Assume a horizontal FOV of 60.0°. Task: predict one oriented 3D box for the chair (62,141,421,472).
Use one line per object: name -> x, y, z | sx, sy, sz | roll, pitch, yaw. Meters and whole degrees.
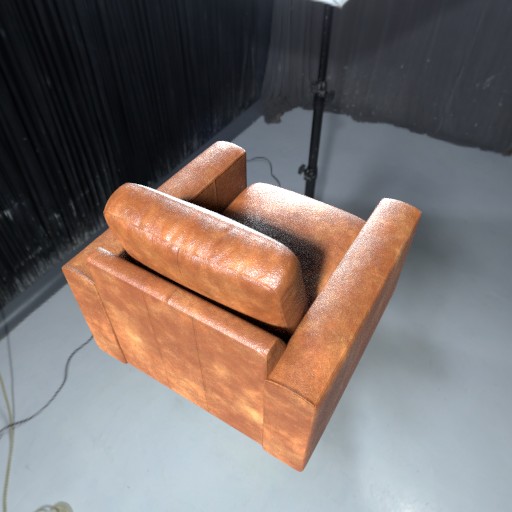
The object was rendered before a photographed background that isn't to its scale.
chair -> 0.000, 0.000, 1.764 | 1.005, 0.873, 1.016 | 24, 51, 21
